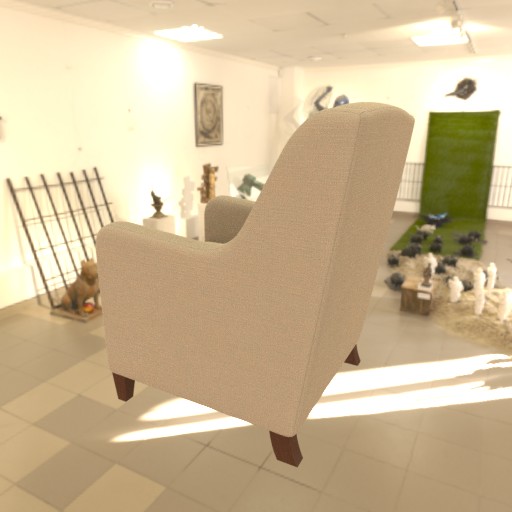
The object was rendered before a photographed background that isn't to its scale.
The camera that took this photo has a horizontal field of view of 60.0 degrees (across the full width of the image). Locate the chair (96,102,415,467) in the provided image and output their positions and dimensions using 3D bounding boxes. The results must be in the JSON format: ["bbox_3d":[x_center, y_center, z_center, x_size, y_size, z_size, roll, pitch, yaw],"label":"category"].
[{"bbox_3d":[0.000,0.000,1.577,0.896,1.017,0.715,9,19,27],"label":"chair"}]
